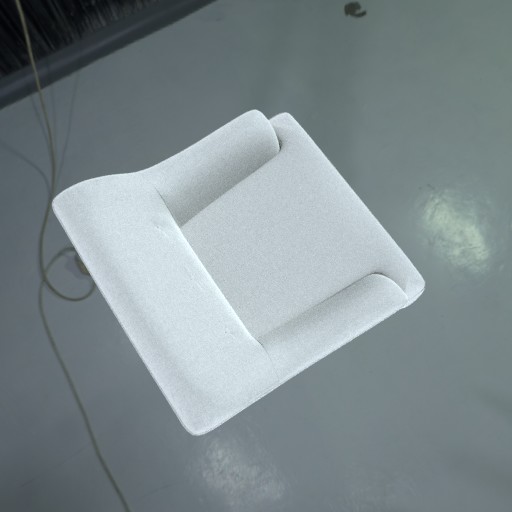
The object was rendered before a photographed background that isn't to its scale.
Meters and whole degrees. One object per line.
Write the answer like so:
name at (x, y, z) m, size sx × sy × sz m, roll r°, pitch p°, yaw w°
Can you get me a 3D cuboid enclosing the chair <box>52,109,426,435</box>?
chair at (0.000, 0.000, 1.659) m, size 0.951 × 0.818 × 0.946 m, roll -34°, pitch 77°, yaw -9°
